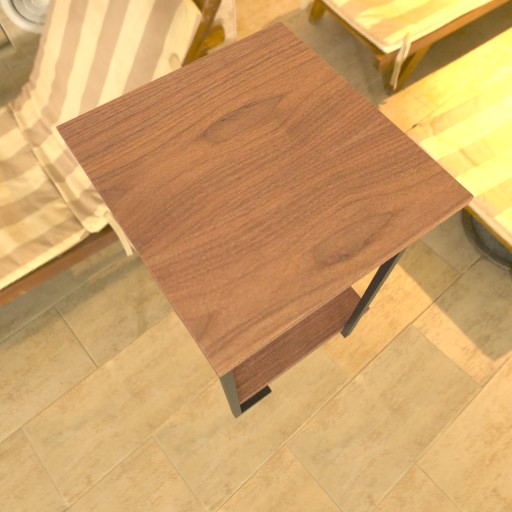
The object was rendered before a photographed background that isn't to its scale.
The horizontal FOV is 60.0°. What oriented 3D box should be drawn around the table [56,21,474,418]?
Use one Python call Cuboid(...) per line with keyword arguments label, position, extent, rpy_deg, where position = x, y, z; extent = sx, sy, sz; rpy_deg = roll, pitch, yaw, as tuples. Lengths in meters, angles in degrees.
Cuboid(label="table", position=(0.000, 0.000, 0.836), extent=(0.384, 0.567, 0.411), rpy_deg=(-32, 68, -15))
